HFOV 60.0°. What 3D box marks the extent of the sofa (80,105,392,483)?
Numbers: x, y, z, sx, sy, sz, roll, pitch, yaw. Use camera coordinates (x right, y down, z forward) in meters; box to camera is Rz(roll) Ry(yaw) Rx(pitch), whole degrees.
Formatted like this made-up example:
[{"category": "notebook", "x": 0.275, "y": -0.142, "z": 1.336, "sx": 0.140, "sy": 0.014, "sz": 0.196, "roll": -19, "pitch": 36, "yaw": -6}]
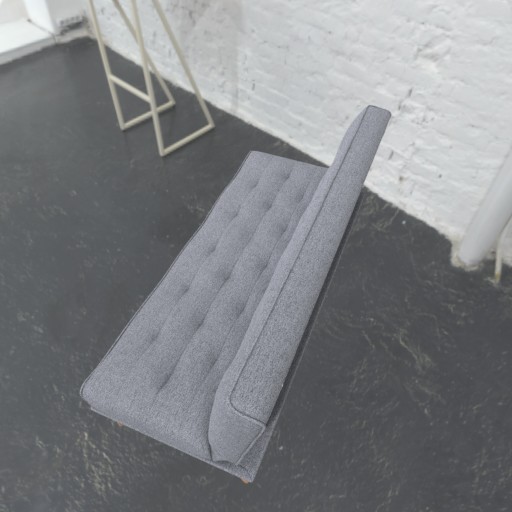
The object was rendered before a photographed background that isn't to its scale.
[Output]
[{"category": "sofa", "x": 0.000, "y": 0.000, "z": 2.185, "sx": 0.810, "sy": 0.830, "sz": 1.820, "roll": 17, "pitch": 50, "yaw": 15}]
